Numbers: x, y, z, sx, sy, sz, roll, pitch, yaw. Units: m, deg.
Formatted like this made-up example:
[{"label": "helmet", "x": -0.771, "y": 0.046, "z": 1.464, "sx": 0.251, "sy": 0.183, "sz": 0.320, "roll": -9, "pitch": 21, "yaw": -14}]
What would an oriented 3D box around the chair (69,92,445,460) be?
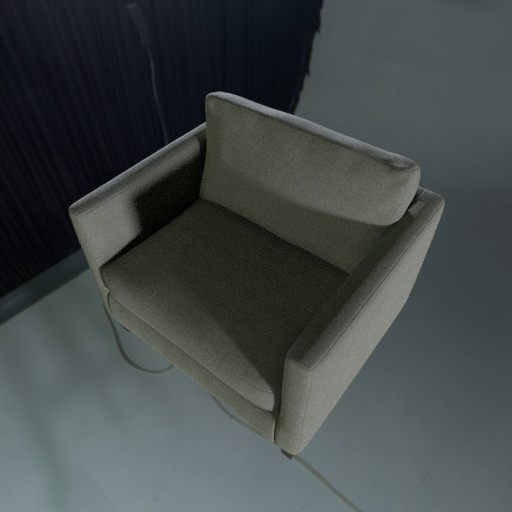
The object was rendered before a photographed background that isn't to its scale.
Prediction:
[{"label": "chair", "x": 0.000, "y": 0.000, "z": 1.822, "sx": 1.107, "sy": 0.963, "sz": 0.959, "roll": 30, "pitch": 54, "yaw": 25}]
